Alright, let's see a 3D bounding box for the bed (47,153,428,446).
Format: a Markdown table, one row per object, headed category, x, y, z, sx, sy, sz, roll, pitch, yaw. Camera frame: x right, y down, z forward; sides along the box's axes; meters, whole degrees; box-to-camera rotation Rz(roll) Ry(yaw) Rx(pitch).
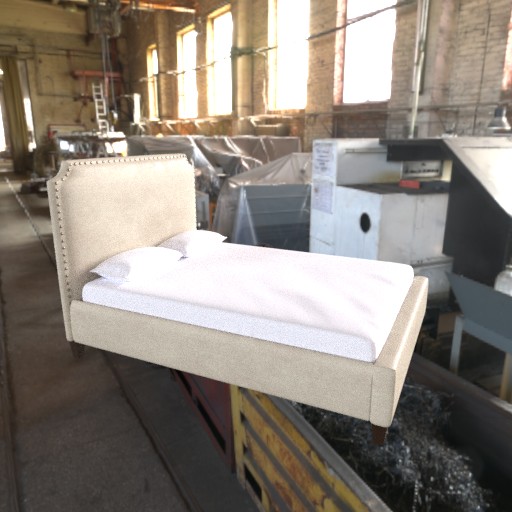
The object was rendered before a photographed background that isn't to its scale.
| category | x | y | z | sx | sy | sz | roll | pitch | yaw |
| --- | --- | --- | --- | --- | --- | --- | --- | --- | --- |
| bed | 0.000 | 0.000 | 3.373 | 2.372 | 1.443 | 1.712 | 7 | 17 | 25 |
